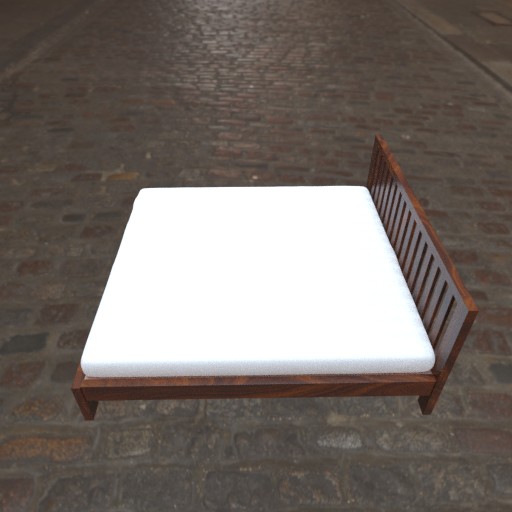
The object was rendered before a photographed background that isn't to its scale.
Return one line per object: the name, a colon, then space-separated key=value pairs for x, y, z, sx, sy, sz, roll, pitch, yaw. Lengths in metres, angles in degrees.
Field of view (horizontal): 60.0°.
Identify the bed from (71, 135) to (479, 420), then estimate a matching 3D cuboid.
bed: x=0.000 y=0.000 z=3.055 sx=2.030 sy=0.890 sz=1.905 roll=-1 pitch=40 yaw=-1
